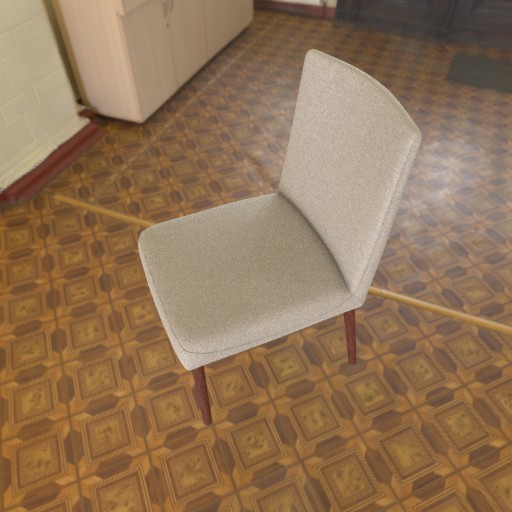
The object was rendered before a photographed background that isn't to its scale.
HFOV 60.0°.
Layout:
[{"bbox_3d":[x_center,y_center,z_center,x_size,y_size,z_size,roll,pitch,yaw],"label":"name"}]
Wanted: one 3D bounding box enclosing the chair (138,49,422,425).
[{"bbox_3d":[0.000,0.000,1.173,0.570,0.859,0.456,-18,49,-16],"label":"chair"}]
